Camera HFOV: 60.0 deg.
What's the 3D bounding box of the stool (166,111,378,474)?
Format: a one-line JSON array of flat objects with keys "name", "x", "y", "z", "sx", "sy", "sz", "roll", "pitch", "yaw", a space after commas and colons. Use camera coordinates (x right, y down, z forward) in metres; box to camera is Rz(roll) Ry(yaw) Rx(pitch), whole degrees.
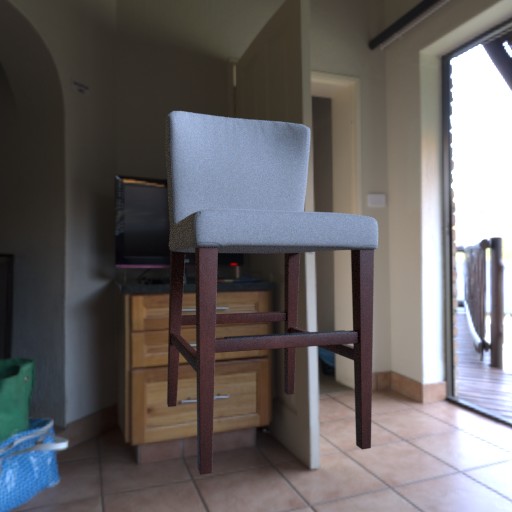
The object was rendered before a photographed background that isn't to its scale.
[{"name": "stool", "x": 0.000, "y": 0.000, "z": 1.289, "sx": 0.479, "sy": 0.968, "sz": 0.568, "roll": 0, "pitch": -1, "yaw": -19}]
